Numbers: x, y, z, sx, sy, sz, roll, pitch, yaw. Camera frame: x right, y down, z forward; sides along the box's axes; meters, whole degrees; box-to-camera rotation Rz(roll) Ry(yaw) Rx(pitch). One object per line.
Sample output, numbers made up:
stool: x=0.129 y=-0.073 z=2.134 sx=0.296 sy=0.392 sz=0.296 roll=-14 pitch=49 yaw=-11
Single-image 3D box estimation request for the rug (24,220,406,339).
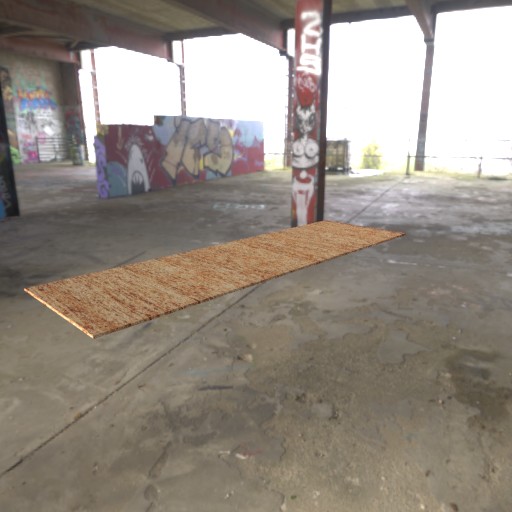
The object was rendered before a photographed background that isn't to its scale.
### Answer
rug: x=0.000 y=0.000 z=2.500 sx=2.237 sy=0.014 sz=0.680 roll=-15 pitch=22 yaw=-43
